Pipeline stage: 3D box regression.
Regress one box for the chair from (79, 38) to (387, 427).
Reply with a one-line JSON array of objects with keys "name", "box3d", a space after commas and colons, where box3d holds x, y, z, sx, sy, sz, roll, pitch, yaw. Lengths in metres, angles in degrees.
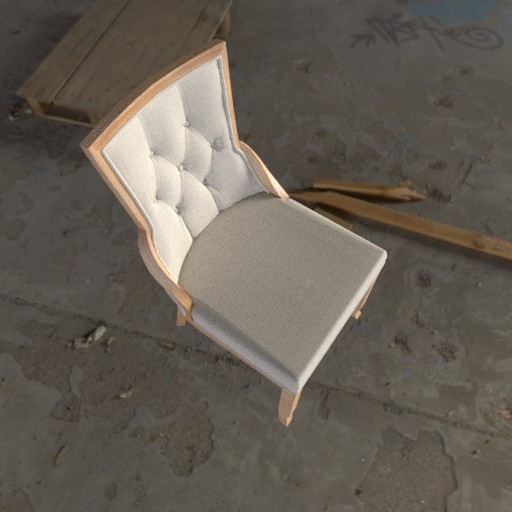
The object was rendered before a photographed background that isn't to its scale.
[{"name": "chair", "box3d": [0.000, 0.000, 1.328, 0.641, 0.947, 0.524, 32, 64, 18]}]
